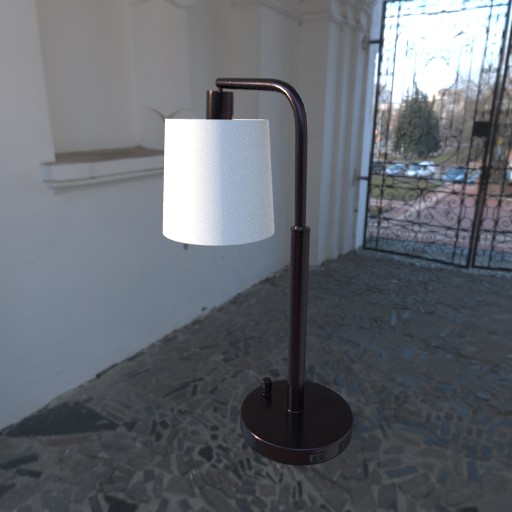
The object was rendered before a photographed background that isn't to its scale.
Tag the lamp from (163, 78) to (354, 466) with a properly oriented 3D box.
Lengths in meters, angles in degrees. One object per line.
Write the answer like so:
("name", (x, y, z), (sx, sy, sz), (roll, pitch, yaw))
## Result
("lamp", (0.000, 0.000, 0.641), (0.333, 0.489, 0.171), (16, 23, 43))
